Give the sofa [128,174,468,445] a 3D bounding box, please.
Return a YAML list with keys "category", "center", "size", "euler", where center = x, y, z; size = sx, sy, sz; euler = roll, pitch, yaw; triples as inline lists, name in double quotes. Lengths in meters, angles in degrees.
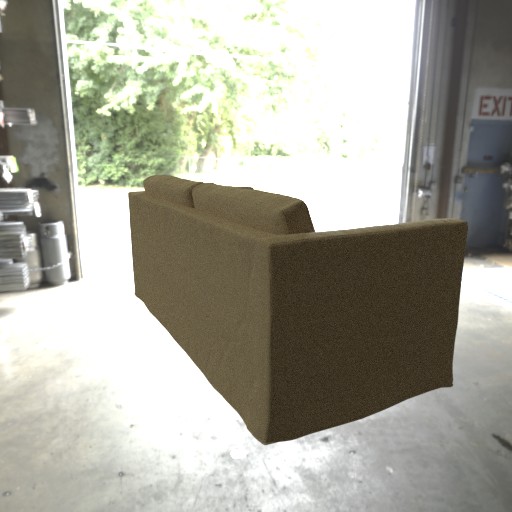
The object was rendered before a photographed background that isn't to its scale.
- category: "sofa"
  center: [0.000, 0.000, 2.437]
  size: [0.962, 0.835, 1.959]
  euler: [-7, 15, -27]
